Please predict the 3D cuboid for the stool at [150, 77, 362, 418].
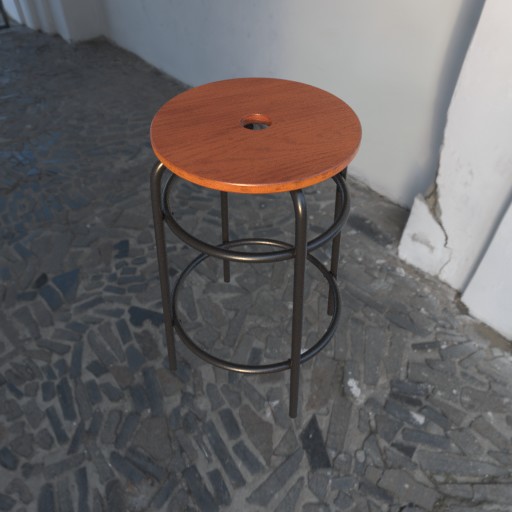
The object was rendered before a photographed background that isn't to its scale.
[{"bbox_3d":[0.000,0.000,0.924,0.455,0.610,0.455,-16,48,-16],"label":"stool"}]
